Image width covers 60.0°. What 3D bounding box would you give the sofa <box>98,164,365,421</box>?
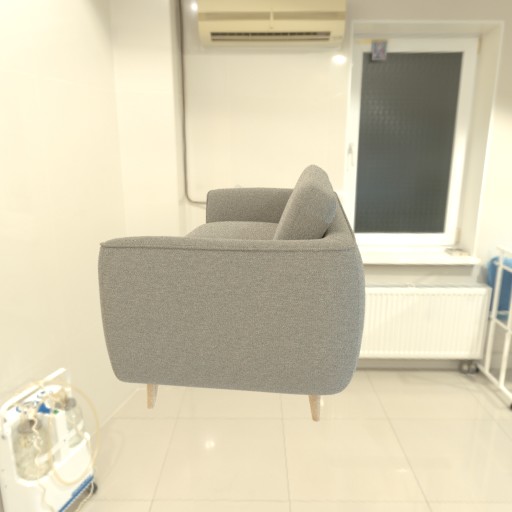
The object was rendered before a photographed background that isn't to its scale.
[{"bbox_3d":[0.000,0.000,2.202,0.920,0.850,1.700,2,15,7],"label":"sofa"}]
